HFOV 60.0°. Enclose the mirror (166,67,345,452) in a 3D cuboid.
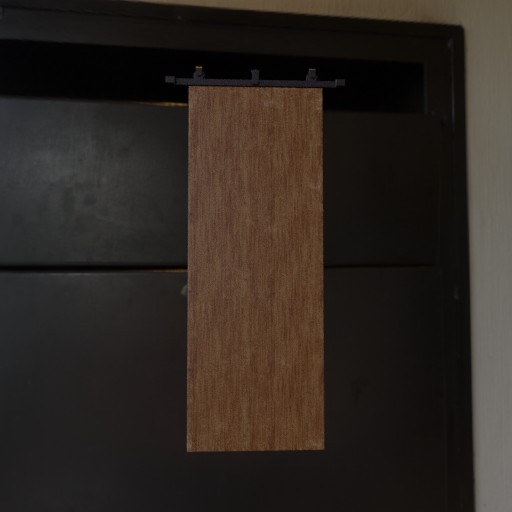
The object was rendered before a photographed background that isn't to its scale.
[{"bbox_3d":[0.000,0.000,2.080,0.847,1.793,0.042,0,-2,-2],"label":"mirror"}]
